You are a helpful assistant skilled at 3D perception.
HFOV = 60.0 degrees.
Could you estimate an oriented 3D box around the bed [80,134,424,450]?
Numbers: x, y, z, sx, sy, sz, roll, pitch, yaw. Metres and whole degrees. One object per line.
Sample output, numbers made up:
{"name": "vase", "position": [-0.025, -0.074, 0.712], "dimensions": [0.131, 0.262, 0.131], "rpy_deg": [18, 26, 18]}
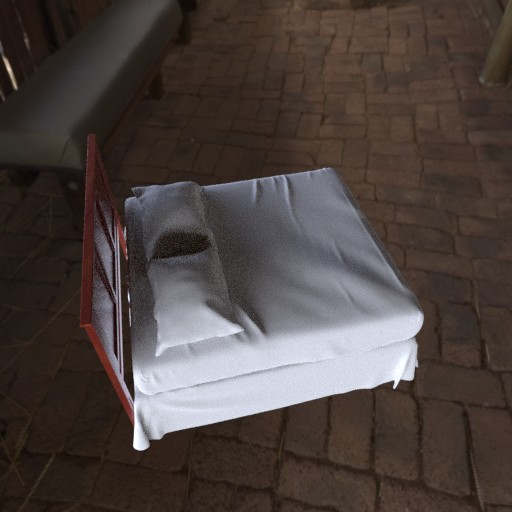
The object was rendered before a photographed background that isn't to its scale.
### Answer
{"name": "bed", "position": [0.000, 0.000, 3.176], "dimensions": [2.050, 1.270, 1.870], "rpy_deg": [-10, 47, -9]}
